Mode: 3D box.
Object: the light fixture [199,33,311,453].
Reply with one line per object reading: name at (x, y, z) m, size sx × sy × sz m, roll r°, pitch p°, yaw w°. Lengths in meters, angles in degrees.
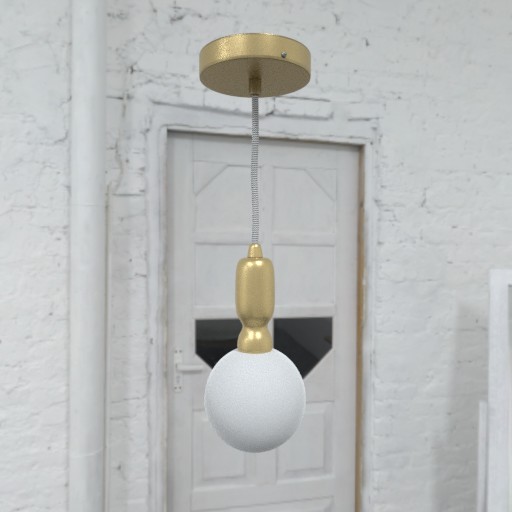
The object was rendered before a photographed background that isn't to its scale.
light fixture at (0.000, 0.000, 0.582) m, size 0.146 × 0.510 × 0.147 m, roll -1°, pitch 3°, yaw -35°
